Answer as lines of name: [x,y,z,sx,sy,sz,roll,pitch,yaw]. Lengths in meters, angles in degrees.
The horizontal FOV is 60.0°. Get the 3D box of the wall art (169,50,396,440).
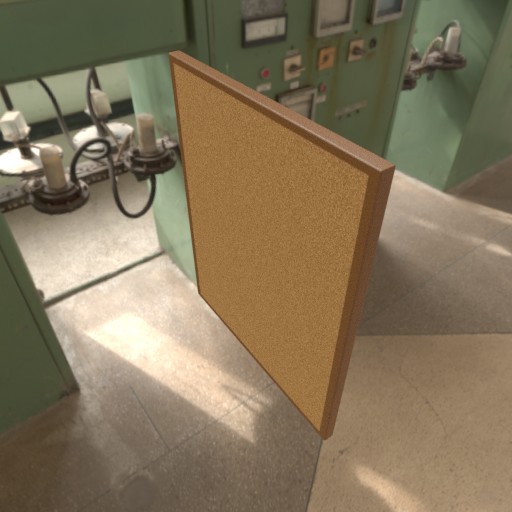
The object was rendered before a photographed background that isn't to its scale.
wall art: [0.000,0.000,0.752,0.021,0.550,0.449,-25,47,-26]
